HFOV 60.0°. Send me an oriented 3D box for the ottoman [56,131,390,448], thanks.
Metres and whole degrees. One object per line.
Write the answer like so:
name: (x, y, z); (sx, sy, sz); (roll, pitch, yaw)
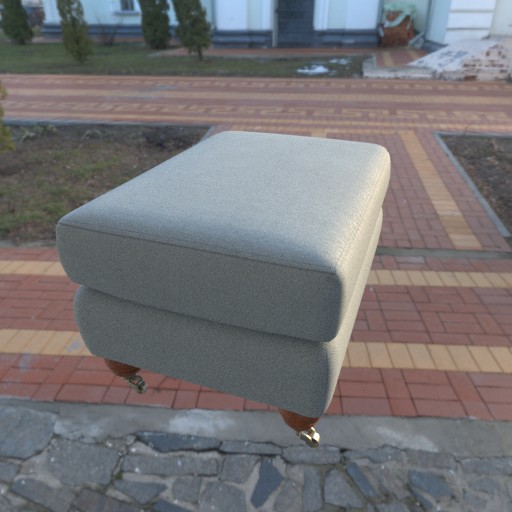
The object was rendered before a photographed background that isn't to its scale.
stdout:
ottoman: (0.000, 0.000, 1.146); (0.569, 0.499, 0.773); (10, 31, 18)
